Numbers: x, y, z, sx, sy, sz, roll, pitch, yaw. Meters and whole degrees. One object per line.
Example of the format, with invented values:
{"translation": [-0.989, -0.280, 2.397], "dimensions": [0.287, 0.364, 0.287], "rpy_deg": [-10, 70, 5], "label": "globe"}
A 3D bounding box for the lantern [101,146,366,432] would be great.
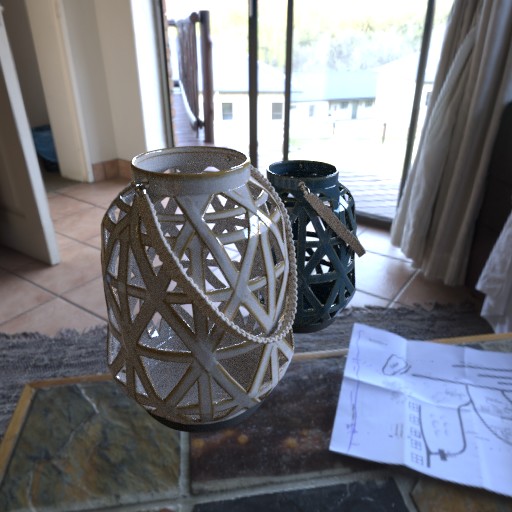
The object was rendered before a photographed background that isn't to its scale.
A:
{"translation": [0.000, 0.000, 0.607], "dimensions": [0.245, 0.307, 0.439], "rpy_deg": [18, 31, 33], "label": "lantern"}
